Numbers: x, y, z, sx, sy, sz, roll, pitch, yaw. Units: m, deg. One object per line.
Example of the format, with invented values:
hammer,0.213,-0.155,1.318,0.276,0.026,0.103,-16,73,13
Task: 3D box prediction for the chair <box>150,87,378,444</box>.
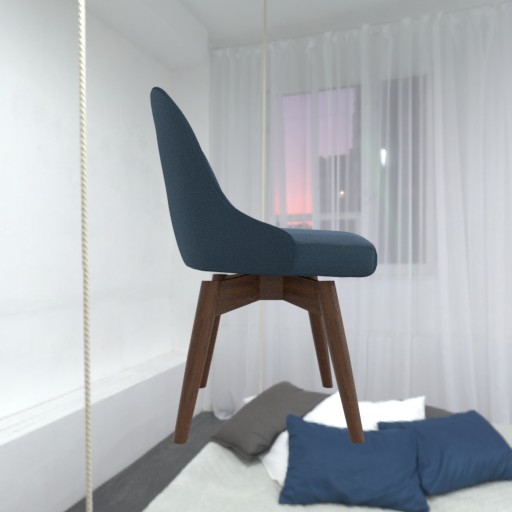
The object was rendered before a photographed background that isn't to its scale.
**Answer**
chair,0.000,0.000,1.267,0.589,0.882,0.503,0,1,0
